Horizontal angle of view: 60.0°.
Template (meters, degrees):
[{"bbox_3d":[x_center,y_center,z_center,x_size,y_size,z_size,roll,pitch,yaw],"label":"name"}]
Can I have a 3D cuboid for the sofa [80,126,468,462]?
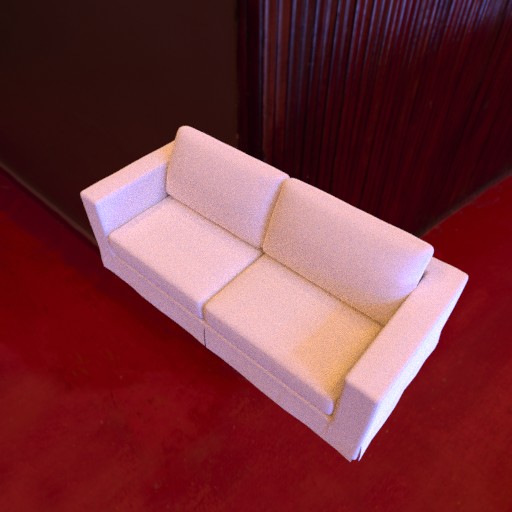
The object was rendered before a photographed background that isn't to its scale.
[{"bbox_3d":[0.000,0.000,2.689,2.163,0.881,0.954,32,54,27],"label":"sofa"}]
